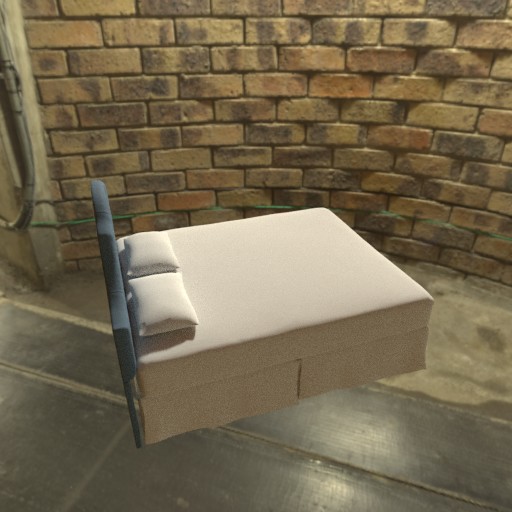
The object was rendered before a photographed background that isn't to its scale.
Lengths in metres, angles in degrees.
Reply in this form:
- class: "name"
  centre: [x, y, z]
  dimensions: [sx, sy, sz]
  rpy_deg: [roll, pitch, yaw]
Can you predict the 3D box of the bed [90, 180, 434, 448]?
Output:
- class: "bed"
  centre: [0.000, 0.000, 3.883]
  dimensions: [2.477, 1.617, 2.039]
  rpy_deg: [-10, 32, -17]
